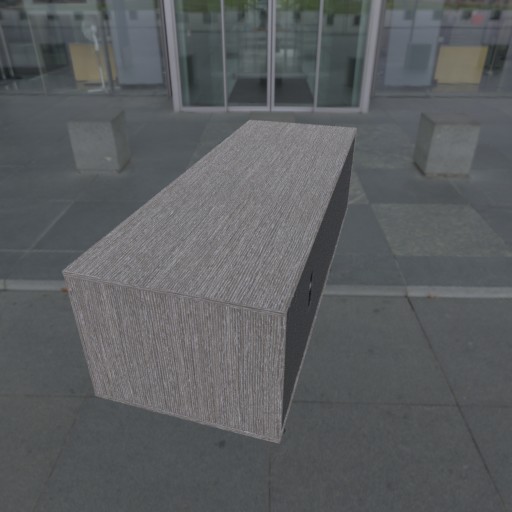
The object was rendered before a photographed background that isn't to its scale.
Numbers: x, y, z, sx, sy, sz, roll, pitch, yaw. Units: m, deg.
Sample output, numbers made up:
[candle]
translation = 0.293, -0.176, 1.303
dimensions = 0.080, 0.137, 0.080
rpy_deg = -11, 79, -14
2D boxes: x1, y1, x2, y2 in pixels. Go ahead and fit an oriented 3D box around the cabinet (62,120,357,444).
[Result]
[cabinet]
translation = 0.000, 0.000, 1.551
dimensions = 0.500, 0.599, 1.300
rpy_deg = 9, 32, 14
